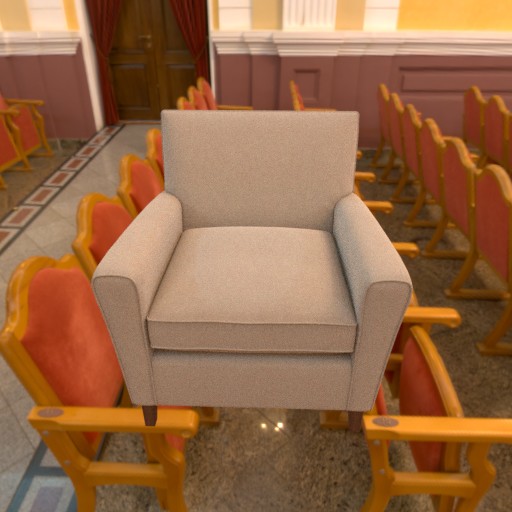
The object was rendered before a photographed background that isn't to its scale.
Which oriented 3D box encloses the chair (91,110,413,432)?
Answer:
[{"bbox_3d":[0.000,0.000,1.589,0.840,0.846,0.871,1,30,2],"label":"chair"}]
